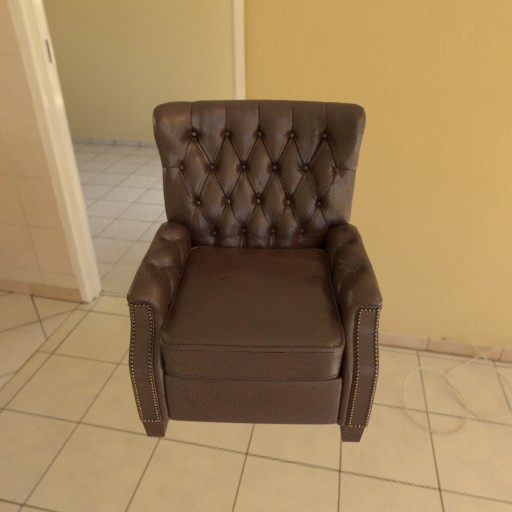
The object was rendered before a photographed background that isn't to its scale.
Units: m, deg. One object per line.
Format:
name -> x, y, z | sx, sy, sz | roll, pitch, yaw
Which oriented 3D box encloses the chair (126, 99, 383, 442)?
chair -> 0.000, 0.000, 1.464 | 0.709, 0.864, 0.823 | 1, 30, 2
